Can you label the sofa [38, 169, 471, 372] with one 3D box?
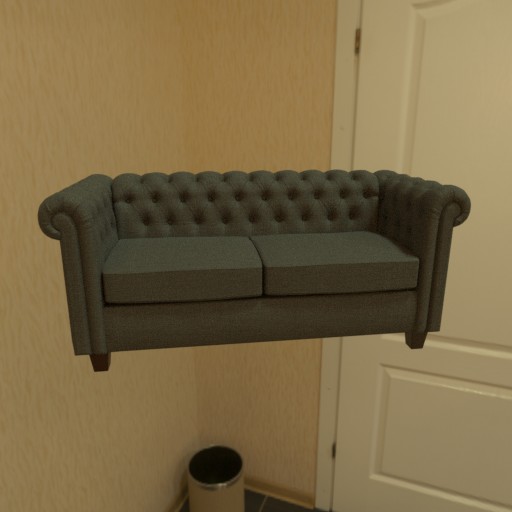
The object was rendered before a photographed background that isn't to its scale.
[{"bbox_3d":[0.000,0.000,2.242,1.798,0.797,0.783,-2,17,-8],"label":"sofa"}]
